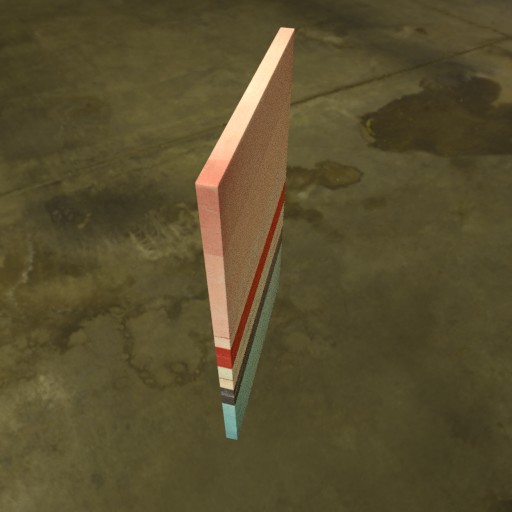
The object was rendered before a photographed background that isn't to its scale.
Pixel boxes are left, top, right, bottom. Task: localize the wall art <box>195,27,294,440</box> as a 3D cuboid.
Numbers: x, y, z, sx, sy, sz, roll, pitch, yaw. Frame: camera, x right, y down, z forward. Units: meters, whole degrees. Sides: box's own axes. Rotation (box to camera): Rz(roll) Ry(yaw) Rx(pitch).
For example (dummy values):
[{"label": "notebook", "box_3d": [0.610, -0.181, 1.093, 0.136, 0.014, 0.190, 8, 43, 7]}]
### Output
[{"label": "wall art", "box_3d": [0.000, 0.000, 1.157, 0.038, 0.914, 0.610, 10, 47, 9]}]
